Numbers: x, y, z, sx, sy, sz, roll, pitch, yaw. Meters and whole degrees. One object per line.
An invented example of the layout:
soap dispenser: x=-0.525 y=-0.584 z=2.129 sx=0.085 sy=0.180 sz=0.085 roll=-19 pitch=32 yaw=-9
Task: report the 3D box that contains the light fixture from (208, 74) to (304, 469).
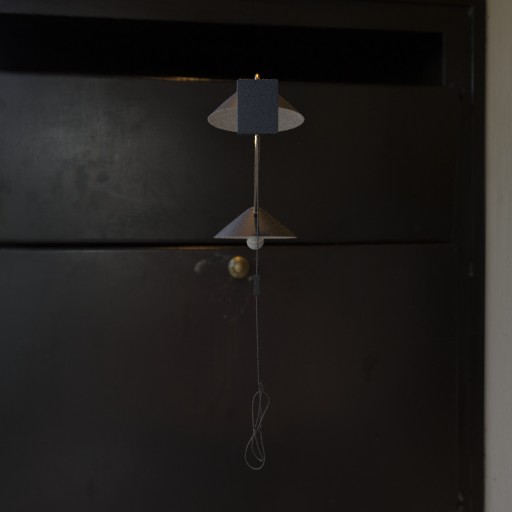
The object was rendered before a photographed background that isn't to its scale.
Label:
light fixture: x=0.000 y=0.000 z=0.885 sx=0.189 sy=0.665 sz=0.422 roll=0 pitch=1 yaw=-1
